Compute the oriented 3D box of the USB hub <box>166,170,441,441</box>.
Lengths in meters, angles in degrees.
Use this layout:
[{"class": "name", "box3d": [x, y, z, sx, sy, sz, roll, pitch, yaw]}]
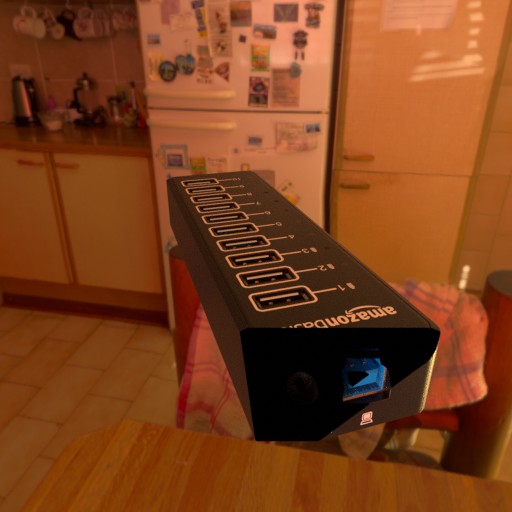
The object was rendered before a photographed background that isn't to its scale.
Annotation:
[{"class": "USB hub", "box3d": [0.000, 0.000, 0.159, 0.044, 0.023, 0.145, -8, 27, -16]}]
